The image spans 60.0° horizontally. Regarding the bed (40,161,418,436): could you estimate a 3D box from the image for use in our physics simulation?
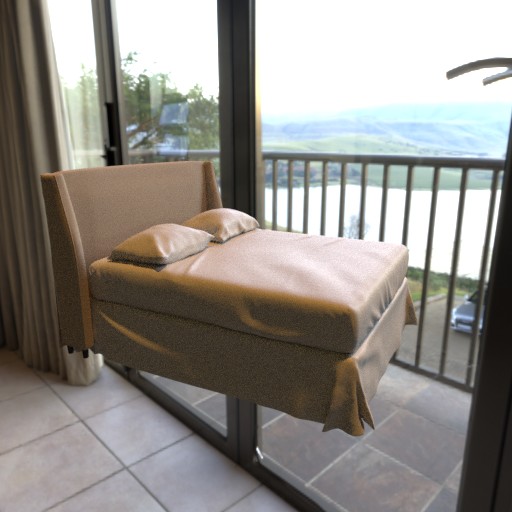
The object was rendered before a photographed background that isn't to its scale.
[{"bbox_3d":[0.000,0.000,3.405,2.276,1.332,1.925,8,17,27],"label":"bed"}]
